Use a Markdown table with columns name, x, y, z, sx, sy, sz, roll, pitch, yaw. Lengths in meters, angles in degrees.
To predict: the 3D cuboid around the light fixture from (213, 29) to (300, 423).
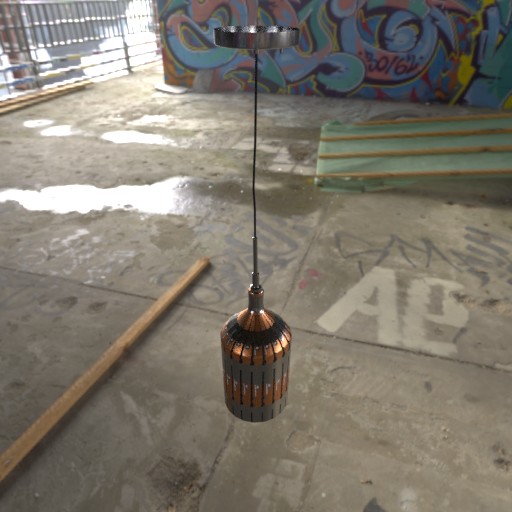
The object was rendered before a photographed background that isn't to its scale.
| name | x | y | z | sx | sy | sz | roll | pitch | yaw |
| --- | --- | --- | --- | --- | --- | --- | --- | --- | --- |
| light fixture | 0.000 | 0.000 | 1.678 | 0.303 | 1.535 | 0.303 | 0 | 31 | 0 |
